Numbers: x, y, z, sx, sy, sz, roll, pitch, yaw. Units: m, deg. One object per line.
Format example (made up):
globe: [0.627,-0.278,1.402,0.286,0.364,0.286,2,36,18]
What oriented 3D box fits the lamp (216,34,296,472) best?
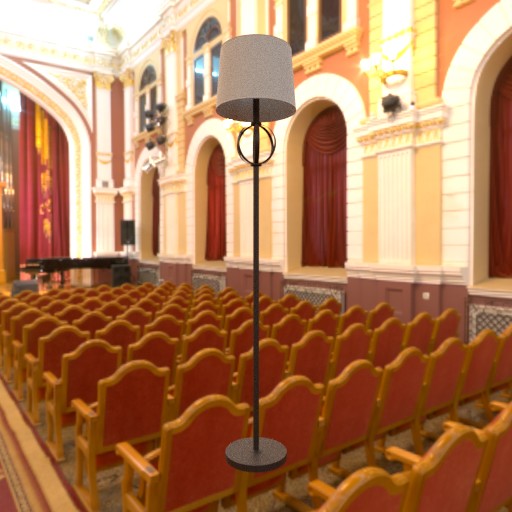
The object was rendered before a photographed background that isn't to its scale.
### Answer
lamp: [0.000,0.000,1.596,0.286,1.462,0.286,-1,2,-36]
